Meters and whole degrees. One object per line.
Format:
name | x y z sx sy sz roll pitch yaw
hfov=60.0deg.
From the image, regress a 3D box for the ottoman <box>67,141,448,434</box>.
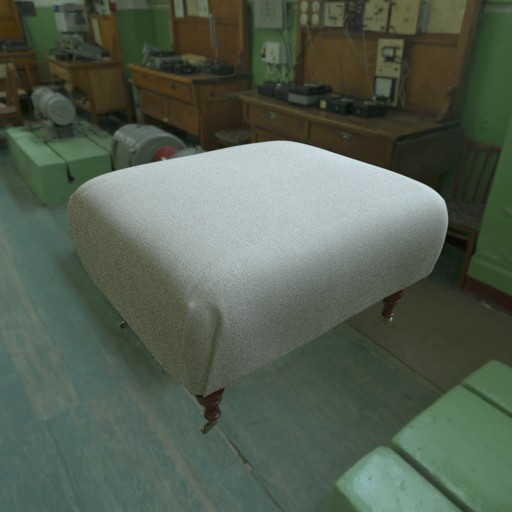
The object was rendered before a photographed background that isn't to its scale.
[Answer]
ottoman | 0.000 0.000 1.122 0.746 0.450 0.639 -21 35 -32
